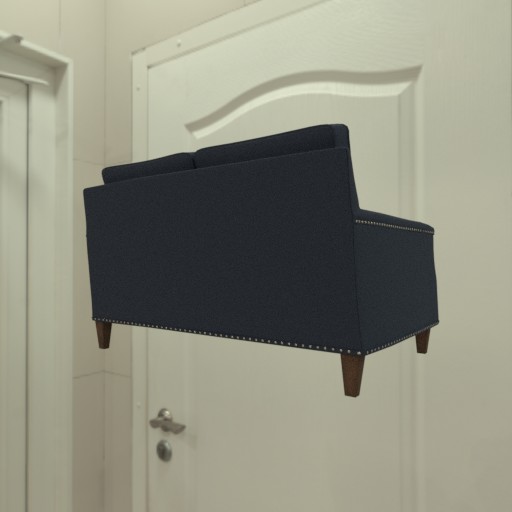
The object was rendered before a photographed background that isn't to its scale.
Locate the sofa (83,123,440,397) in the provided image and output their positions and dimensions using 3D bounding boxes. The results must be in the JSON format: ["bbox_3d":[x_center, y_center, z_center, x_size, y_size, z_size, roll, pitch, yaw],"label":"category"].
[{"bbox_3d":[0.000,0.000,2.327,1.597,1.003,1.084,0,-1,36],"label":"sofa"}]
